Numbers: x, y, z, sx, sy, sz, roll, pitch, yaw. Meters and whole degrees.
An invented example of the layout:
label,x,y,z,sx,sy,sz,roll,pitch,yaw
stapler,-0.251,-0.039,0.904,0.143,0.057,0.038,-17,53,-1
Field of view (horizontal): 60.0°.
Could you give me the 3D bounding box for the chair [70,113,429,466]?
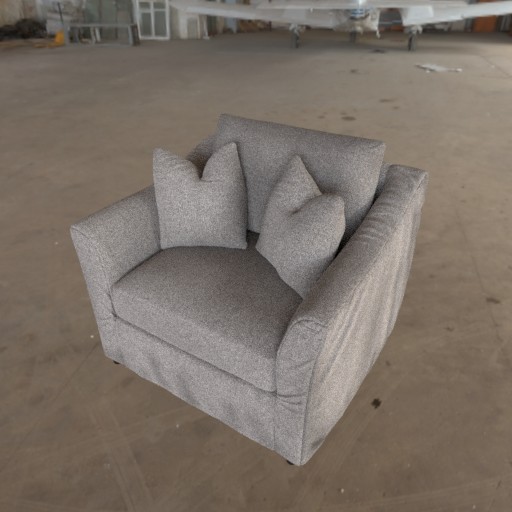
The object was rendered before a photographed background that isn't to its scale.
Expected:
label,x,y,z,sx,sy,sz,roll,pitch,yaw
chair,0.000,0.000,2.046,1.194,1.059,1.071,19,36,28
